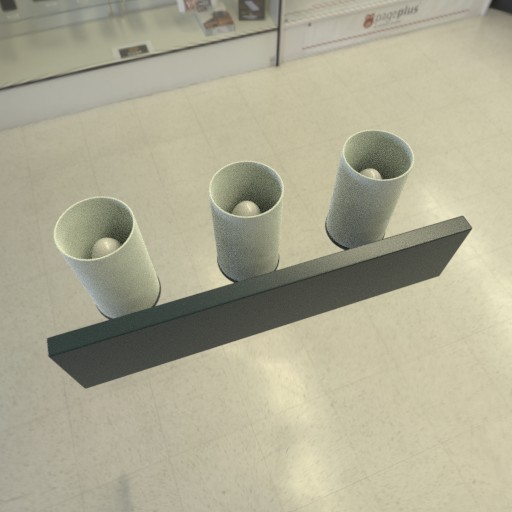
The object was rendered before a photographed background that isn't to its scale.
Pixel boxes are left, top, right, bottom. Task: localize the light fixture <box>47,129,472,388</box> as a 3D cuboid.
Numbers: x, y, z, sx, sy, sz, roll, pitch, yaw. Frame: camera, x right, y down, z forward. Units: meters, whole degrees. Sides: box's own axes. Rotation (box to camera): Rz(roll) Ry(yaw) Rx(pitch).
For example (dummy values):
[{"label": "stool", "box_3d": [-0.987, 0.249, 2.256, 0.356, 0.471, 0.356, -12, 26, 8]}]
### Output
[{"label": "light fixture", "box_3d": [0.000, 0.000, 0.523, 0.451, 0.172, 0.145, -16, 59, -10]}]
